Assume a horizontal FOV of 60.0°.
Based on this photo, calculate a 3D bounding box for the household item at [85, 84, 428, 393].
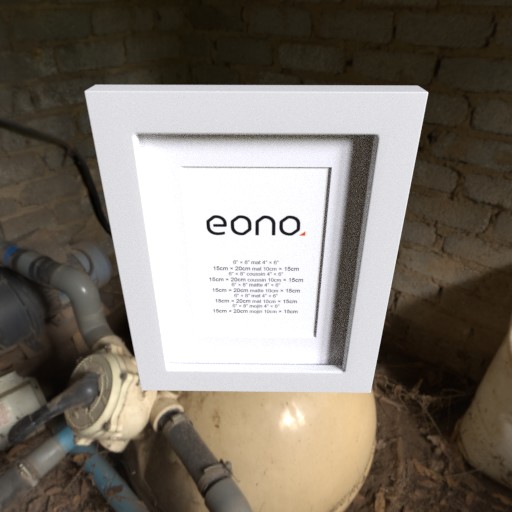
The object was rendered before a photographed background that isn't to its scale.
[{"bbox_3d":[0.000,0.000,0.341,0.200,0.250,0.045,0,31,1],"label":"household item"}]
